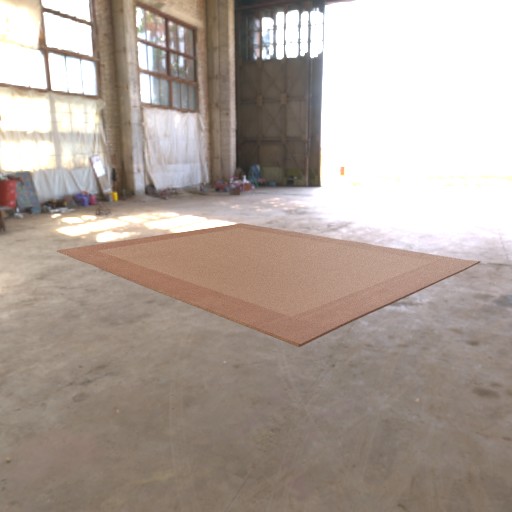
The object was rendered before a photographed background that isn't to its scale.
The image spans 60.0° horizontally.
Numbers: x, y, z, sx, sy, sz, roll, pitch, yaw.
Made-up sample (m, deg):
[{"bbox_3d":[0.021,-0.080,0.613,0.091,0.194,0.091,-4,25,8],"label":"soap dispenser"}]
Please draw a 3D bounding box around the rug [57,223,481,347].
[{"bbox_3d":[0.000,0.000,4.052,2.431,0.021,3.057,-13,18,-43],"label":"rug"}]
